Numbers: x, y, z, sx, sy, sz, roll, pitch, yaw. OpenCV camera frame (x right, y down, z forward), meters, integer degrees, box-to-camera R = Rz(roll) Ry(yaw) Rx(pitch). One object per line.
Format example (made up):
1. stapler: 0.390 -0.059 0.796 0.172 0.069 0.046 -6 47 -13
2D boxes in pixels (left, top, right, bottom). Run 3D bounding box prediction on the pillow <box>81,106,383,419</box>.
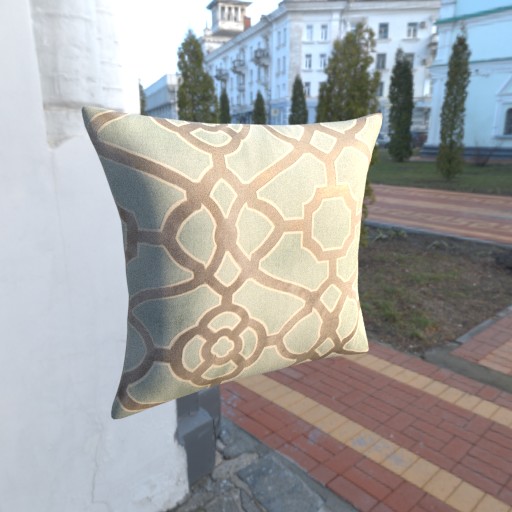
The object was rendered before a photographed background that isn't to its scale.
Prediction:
1. pillow: 0.000 0.000 0.809 0.552 0.508 0.166 -7 17 -25
